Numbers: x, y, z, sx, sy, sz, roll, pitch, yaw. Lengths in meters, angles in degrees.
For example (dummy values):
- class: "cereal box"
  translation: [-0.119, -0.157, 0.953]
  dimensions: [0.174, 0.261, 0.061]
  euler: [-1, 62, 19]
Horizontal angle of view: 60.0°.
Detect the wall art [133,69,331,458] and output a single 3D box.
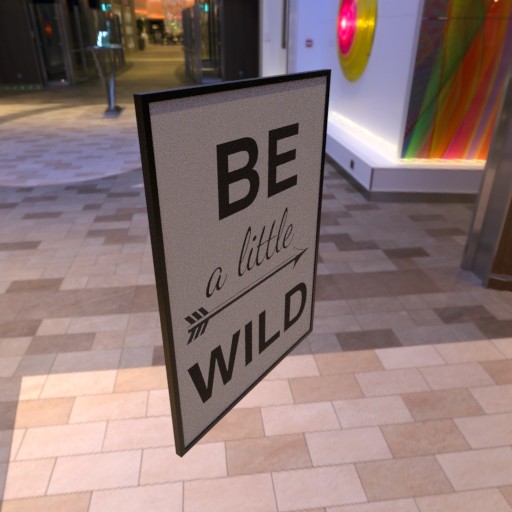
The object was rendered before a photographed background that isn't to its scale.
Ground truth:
- class: "wall art"
  translation: [0.000, 0.000, 0.780]
  dimensions: [0.013, 0.582, 0.442]
  euler: [19, 32, 32]
